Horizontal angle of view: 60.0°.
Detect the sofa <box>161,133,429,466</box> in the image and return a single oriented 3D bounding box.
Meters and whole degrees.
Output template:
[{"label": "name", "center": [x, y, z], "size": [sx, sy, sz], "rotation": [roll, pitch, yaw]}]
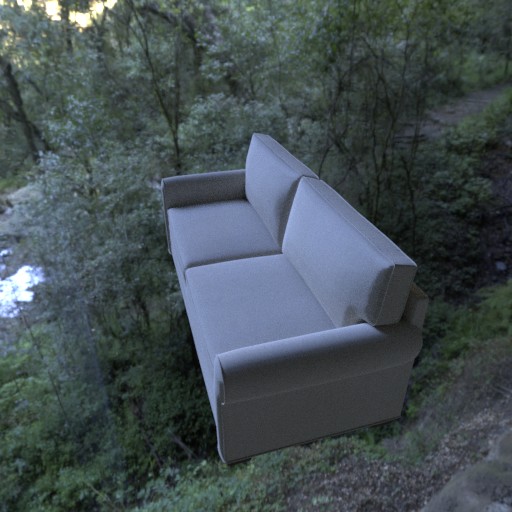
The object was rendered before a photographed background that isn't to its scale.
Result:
[{"label": "sofa", "center": [0.000, 0.000, 2.660], "size": [0.901, 0.962, 2.146], "rotation": [-9, 32, -14]}]
